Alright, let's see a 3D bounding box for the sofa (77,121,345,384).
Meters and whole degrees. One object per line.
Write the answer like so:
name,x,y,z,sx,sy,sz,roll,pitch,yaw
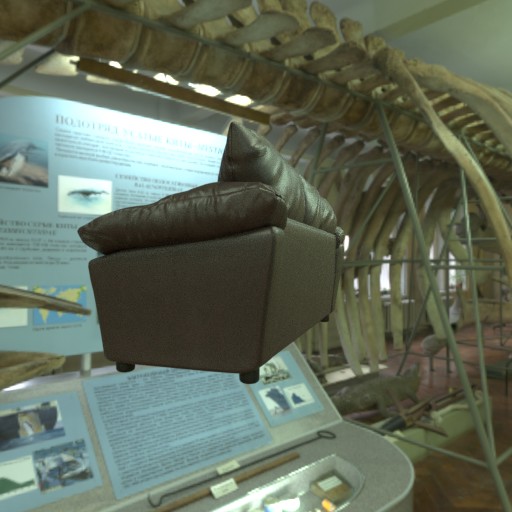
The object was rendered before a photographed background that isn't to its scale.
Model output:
sofa,0.000,0.000,2.864,0.907,1.091,2.390,0,0,18
